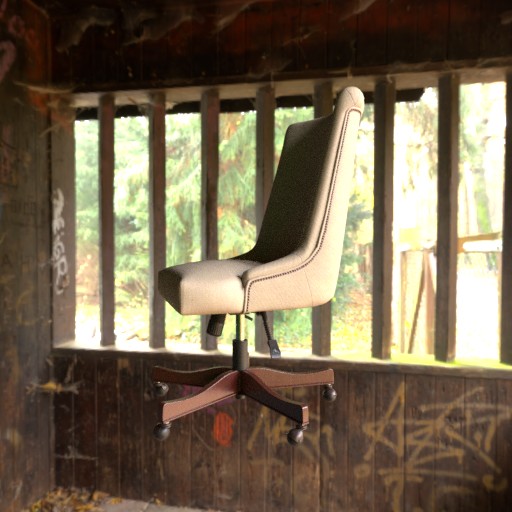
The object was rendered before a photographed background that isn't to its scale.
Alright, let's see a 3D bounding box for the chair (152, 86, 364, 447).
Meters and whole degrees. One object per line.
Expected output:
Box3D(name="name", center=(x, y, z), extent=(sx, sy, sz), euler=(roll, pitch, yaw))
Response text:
Box3D(name="chair", center=(0.000, 0.000, 1.460), extent=(0.696, 1.010, 0.645), euler=(0, 1, -18))
